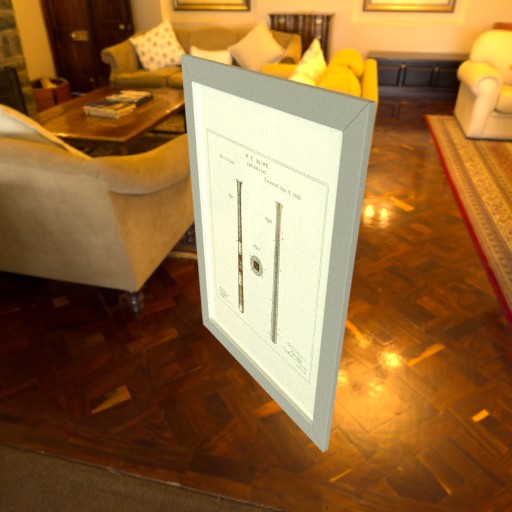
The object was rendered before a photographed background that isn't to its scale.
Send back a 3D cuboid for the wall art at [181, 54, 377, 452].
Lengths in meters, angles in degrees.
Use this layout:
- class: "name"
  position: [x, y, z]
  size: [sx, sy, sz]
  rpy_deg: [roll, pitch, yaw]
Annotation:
- class: "wall art"
  position: [0.000, 0.000, 0.681]
  size: [0.012, 0.529, 0.374]
  rpy_deg: [-21, 38, -30]
